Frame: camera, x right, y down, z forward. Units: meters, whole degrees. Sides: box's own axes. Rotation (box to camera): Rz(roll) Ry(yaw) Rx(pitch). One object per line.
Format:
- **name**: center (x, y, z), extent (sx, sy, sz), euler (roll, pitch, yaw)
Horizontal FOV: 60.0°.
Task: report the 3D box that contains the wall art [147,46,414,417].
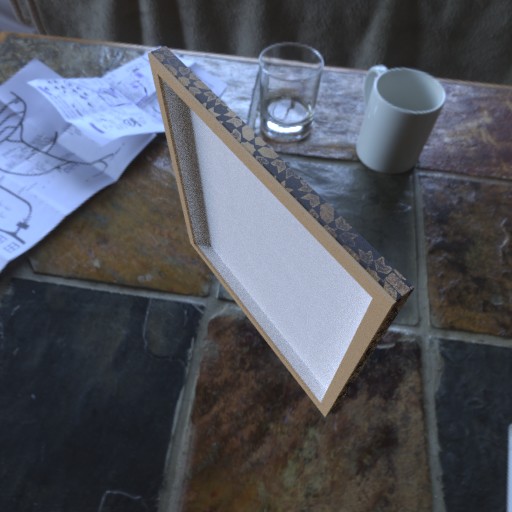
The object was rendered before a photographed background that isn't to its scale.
- **wall art**: center (0.000, 0.000, 0.925), extent (0.038, 0.612, 0.612), euler (-31, 63, -18)
